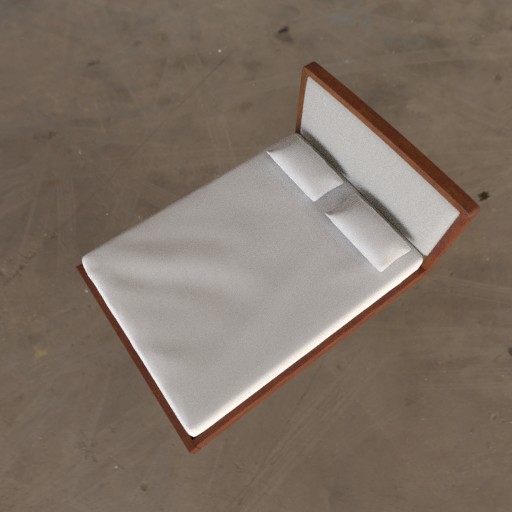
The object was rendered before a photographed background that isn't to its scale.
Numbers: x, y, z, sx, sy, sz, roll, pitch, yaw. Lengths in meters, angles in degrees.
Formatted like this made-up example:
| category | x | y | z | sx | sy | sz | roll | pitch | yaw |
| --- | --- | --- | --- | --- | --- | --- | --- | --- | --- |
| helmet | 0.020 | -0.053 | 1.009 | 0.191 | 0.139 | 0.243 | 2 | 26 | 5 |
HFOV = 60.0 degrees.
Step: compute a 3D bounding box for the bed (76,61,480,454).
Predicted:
| category | x | y | z | sx | sy | sz | roll | pitch | yaw |
| --- | --- | --- | --- | --- | --- | --- | --- | --- | --- |
| bed | 0.000 | 0.000 | 3.194 | 2.196 | 1.275 | 1.587 | -33 | 68 | -15 |
